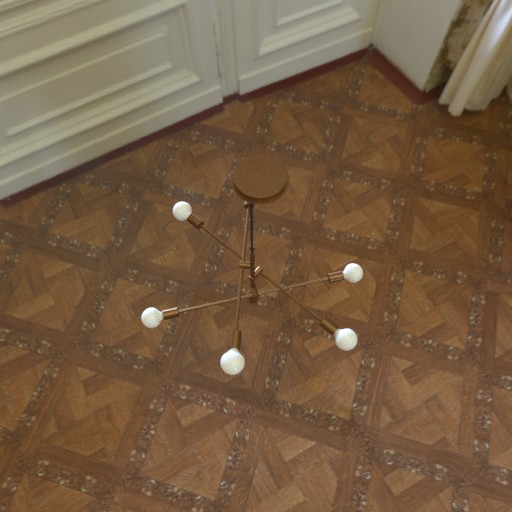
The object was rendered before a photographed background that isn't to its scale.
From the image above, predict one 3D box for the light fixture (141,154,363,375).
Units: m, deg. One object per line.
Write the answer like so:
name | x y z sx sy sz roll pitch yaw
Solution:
light fixture | 0.000 0.000 1.244 0.682 0.744 0.637 14 65 7
